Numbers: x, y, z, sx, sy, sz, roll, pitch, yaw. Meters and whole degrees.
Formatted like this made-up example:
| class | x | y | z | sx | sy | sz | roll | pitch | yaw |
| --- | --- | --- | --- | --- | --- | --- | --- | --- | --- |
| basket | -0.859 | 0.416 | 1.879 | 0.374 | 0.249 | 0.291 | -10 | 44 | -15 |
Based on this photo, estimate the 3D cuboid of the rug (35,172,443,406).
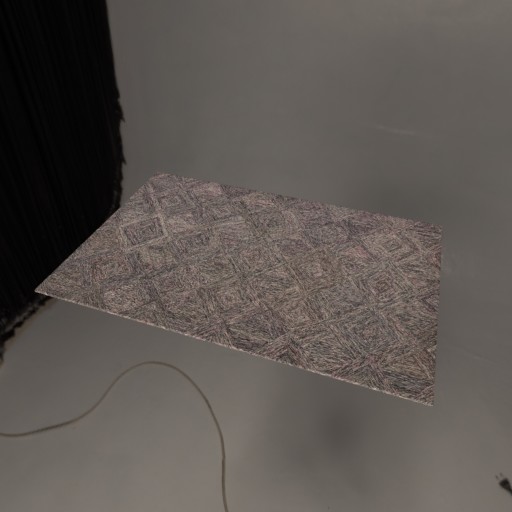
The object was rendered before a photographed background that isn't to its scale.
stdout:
| class | x | y | z | sx | sy | sz | roll | pitch | yaw |
| --- | --- | --- | --- | --- | --- | --- | --- | --- | --- |
| rug | 0.000 | 0.000 | 2.916 | 2.298 | 0.017 | 1.501 | 13 | 42 | 15 |
